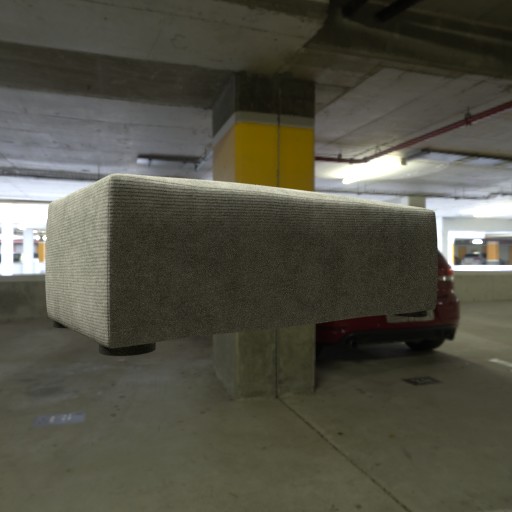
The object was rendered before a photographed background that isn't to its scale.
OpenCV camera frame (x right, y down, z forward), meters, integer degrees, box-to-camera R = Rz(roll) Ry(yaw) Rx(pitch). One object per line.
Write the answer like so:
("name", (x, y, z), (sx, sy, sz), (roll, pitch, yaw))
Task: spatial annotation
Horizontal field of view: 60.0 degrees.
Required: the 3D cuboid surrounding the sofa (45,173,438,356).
("sofa", (0.000, 0.000, 1.149), (0.930, 0.330, 0.480), (0, 0, -36))
